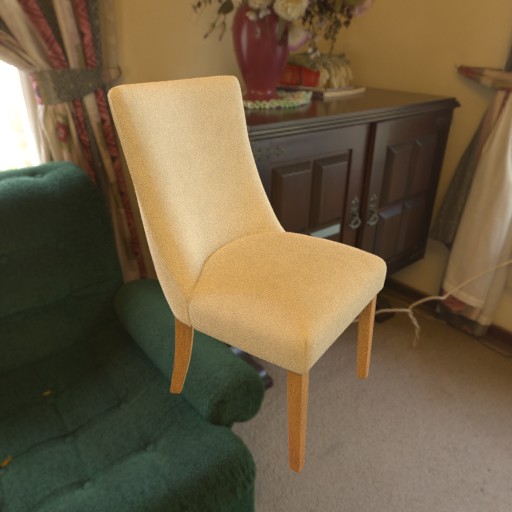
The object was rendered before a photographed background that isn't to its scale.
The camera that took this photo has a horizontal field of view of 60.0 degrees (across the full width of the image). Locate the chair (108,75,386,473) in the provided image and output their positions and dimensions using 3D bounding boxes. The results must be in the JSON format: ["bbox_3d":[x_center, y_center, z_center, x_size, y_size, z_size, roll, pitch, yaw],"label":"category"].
[{"bbox_3d":[0.000,0.000,1.247,0.610,0.902,0.495,17,31,31],"label":"chair"}]
